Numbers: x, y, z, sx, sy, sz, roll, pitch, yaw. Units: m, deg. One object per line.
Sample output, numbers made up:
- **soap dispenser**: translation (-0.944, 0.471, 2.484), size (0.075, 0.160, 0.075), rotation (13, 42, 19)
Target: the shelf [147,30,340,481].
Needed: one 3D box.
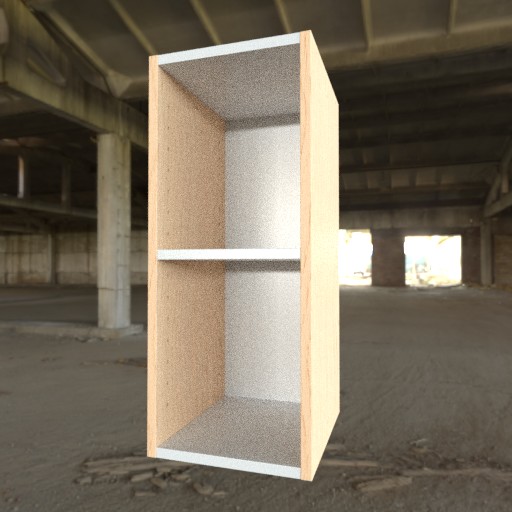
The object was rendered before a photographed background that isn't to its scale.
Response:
- **shelf**: translation (0.000, 0.000, 0.764), size (0.250, 0.600, 0.290), rotation (0, -1, 18)
